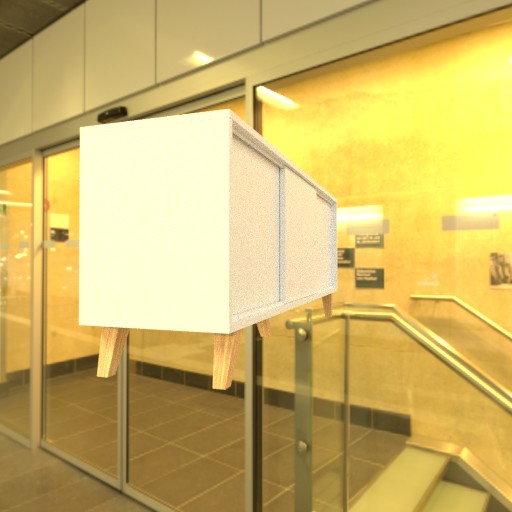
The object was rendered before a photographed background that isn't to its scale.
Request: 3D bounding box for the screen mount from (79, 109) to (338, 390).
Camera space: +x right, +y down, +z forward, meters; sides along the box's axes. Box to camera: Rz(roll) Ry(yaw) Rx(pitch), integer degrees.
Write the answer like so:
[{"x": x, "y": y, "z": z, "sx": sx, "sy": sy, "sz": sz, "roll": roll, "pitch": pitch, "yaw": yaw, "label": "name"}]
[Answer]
[{"x": 0.000, "y": 0.000, "z": 1.727, "sx": 0.400, "sy": 0.619, "sz": 1.490, "roll": 0, "pitch": -1, "yaw": 19, "label": "screen mount"}]
